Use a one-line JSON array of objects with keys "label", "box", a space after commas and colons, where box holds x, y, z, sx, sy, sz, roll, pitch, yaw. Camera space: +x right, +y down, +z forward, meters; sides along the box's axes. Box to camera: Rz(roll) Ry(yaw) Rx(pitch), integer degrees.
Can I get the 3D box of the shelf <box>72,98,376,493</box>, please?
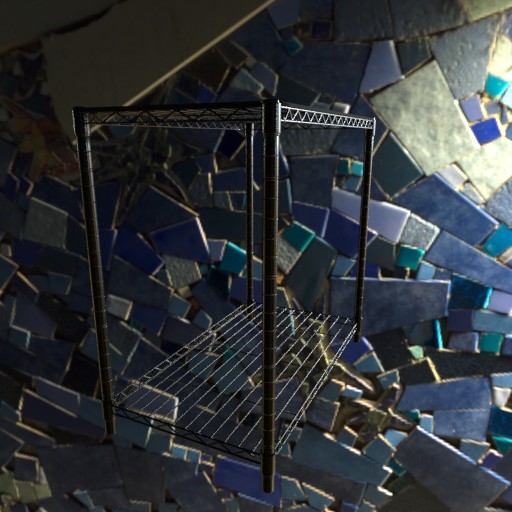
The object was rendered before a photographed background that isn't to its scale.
[{"label": "shelf", "box": [0.000, 0.000, 0.917, 0.338, 0.564, 0.589, 7, 17, 25]}]
